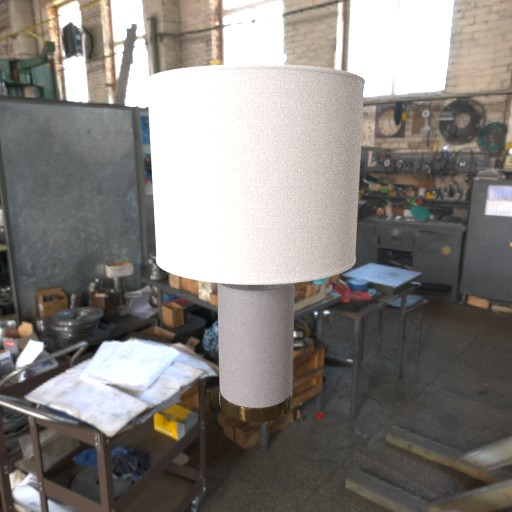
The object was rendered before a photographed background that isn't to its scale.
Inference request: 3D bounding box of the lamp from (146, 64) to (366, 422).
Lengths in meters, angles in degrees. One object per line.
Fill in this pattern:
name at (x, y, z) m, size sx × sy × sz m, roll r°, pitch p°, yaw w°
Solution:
lamp at (0.000, 0.000, 0.520) m, size 0.229 × 0.380 × 0.229 m, roll 0°, pitch 14°, yaw 0°
